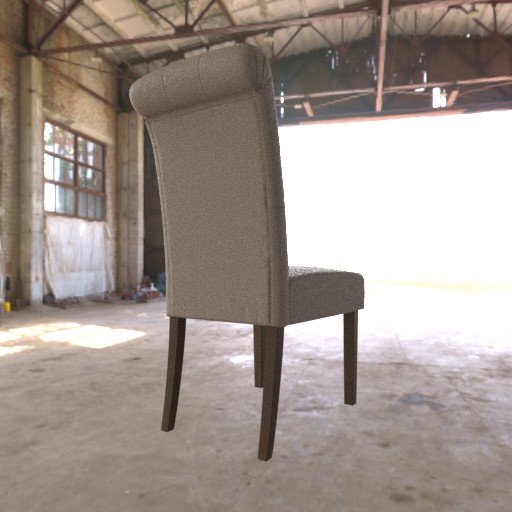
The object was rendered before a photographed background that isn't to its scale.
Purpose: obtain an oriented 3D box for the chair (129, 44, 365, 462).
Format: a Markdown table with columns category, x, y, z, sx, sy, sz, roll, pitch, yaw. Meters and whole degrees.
| category | x | y | z | sx | sy | sz | roll | pitch | yaw |
| --- | --- | --- | --- | --- | --- | --- | --- | --- | --- |
| chair | 0.000 | 0.000 | 1.369 | 0.456 | 1.006 | 0.671 | 0 | -1 | 34 |
